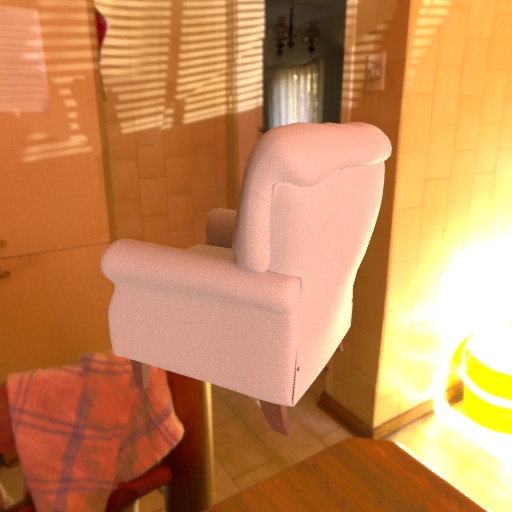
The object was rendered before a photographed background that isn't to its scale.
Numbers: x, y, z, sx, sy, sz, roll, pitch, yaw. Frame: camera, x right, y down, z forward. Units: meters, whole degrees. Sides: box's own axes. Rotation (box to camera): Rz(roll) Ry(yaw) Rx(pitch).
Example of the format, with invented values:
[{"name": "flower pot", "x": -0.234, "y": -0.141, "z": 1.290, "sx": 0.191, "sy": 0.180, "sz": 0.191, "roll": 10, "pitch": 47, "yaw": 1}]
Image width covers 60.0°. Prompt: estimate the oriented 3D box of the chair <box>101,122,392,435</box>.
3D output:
[{"name": "chair", "x": 0.000, "y": 0.000, "z": 2.104, "sx": 1.128, "sy": 1.217, "sz": 1.090, "roll": 8, "pitch": 19, "yaw": 26}]
